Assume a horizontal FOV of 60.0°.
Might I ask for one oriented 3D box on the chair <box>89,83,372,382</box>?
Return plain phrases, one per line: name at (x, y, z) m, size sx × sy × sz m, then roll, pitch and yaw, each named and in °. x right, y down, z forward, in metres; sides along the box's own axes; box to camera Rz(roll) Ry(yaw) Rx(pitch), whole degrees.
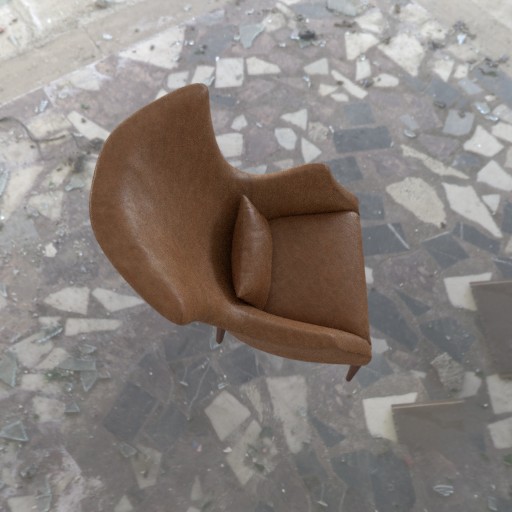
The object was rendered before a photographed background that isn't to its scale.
chair at (0.000, 0.000, 1.767) m, size 0.955 × 1.067 × 0.846 m, roll 1°, pitch 65°, yaw 1°
